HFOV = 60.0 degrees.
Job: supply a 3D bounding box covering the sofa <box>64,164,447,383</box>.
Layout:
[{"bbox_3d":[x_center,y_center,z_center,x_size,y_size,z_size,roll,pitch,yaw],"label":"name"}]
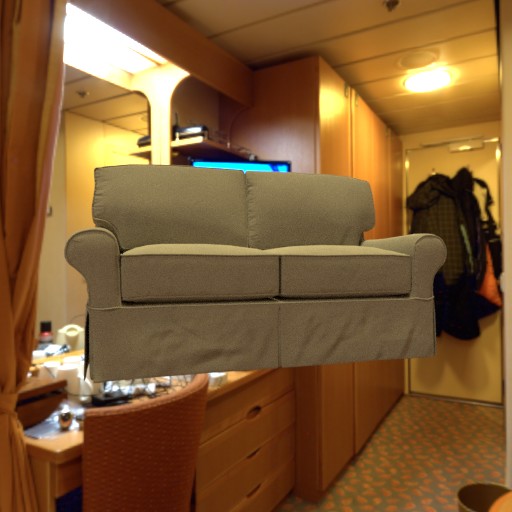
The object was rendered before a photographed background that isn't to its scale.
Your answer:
[{"bbox_3d":[0.000,0.000,2.377,1.823,1.024,0.841,0,0,-17],"label":"sofa"}]
